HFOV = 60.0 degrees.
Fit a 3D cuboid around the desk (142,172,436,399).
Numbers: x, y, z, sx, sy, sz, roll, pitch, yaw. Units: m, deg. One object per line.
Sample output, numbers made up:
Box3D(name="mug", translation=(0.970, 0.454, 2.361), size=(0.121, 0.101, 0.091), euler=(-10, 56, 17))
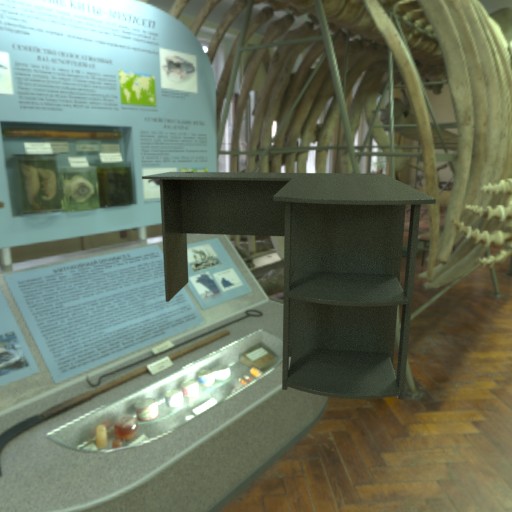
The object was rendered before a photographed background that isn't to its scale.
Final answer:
Box3D(name="desk", translation=(0.000, 0.000, 2.126), size=(1.303, 0.716, 1.361), euler=(2, 14, 9))
